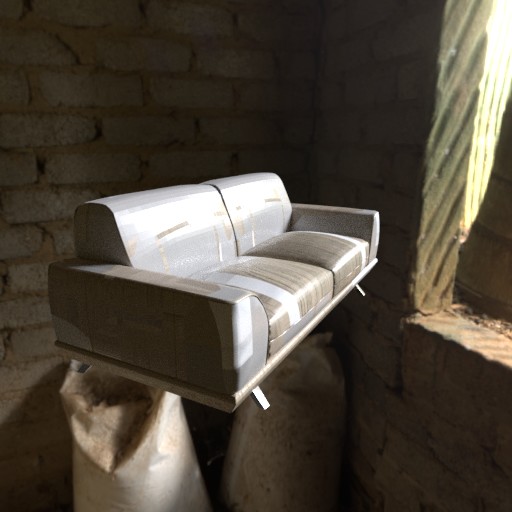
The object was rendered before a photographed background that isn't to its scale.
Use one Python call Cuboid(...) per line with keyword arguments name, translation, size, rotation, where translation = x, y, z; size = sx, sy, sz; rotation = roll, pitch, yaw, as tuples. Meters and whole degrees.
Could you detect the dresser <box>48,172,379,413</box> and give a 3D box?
Cuboid(name="dresser", translation=(0.000, 0.000, 5.853), size=(2.251, 1.863, 4.679), rotation=(8, 18, 27))
